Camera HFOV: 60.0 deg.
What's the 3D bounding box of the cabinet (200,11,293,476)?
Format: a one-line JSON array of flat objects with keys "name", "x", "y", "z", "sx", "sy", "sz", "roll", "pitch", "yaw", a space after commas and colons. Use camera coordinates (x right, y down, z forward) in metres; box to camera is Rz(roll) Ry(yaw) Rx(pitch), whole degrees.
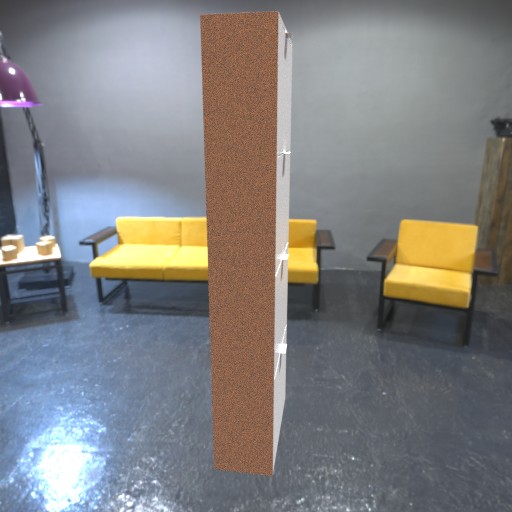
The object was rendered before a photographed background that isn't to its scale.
[{"name": "cabinet", "x": 0.000, "y": 0.000, "z": 1.770, "sx": 0.255, "sy": 1.630, "sz": 0.520, "roll": 2, "pitch": 16, "yaw": 9}]
